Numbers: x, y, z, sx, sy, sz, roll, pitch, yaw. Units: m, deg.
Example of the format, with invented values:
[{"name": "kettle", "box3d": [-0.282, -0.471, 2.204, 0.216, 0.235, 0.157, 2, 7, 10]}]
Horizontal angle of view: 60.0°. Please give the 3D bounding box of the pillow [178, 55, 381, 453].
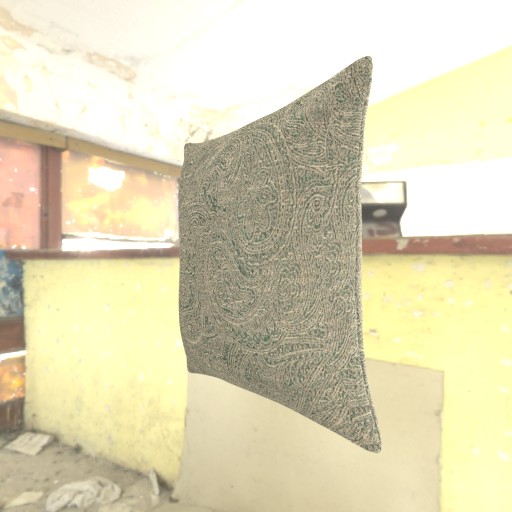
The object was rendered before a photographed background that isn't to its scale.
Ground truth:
[{"name": "pillow", "box3d": [0.000, 0.000, 0.773, 0.166, 0.507, 0.526, 1, -1, -35]}]
